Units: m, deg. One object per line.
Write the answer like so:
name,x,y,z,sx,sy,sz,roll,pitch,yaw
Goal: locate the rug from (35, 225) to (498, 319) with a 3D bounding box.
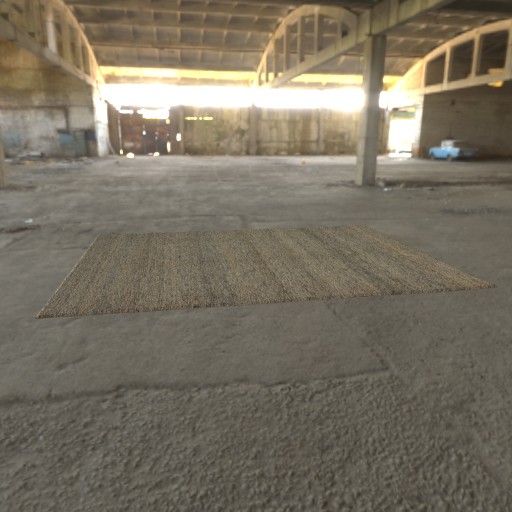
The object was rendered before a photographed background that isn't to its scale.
rug,0.000,0.000,4.149,3.199,0.036,2.414,-3,15,-10
